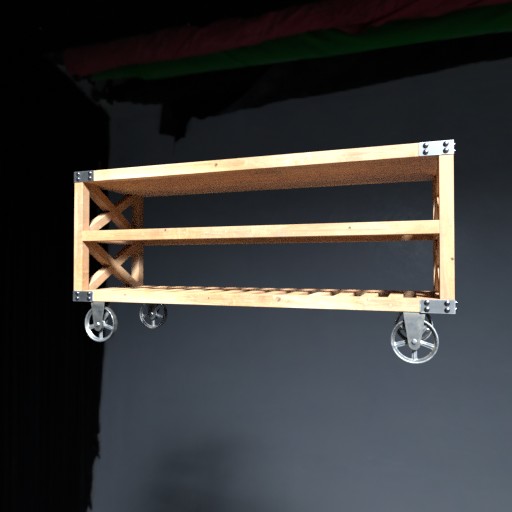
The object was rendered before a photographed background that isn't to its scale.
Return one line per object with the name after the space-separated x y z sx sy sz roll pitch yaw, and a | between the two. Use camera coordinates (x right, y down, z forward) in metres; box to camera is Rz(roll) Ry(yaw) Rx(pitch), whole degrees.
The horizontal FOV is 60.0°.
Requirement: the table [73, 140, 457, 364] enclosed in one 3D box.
0.000 0.000 1.839 1.487 0.711 0.467 0 -1 19 | table
